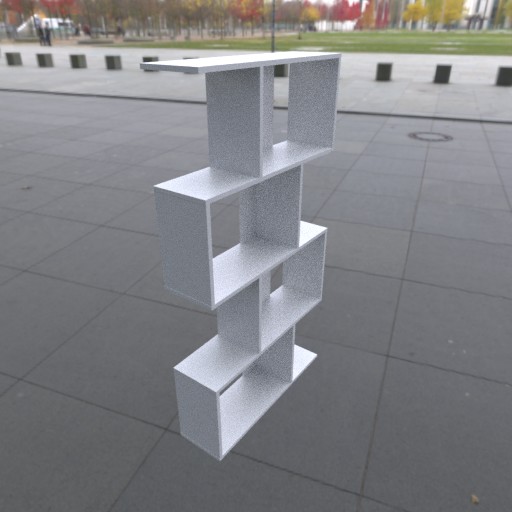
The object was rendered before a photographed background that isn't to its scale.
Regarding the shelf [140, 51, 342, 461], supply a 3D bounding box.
[{"bbox_3d":[0.000,0.000,2.014,0.250,1.650,0.890,19,33,32],"label":"shelf"}]
